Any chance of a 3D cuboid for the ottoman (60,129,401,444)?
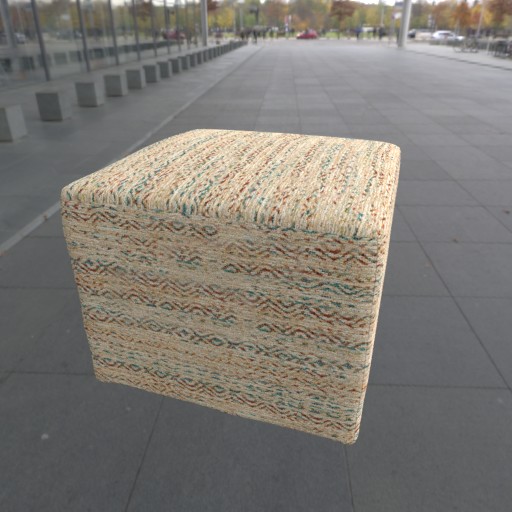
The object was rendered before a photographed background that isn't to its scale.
[{"bbox_3d":[0.000,0.000,0.928,0.521,0.453,0.512,9,28,16],"label":"ottoman"}]
